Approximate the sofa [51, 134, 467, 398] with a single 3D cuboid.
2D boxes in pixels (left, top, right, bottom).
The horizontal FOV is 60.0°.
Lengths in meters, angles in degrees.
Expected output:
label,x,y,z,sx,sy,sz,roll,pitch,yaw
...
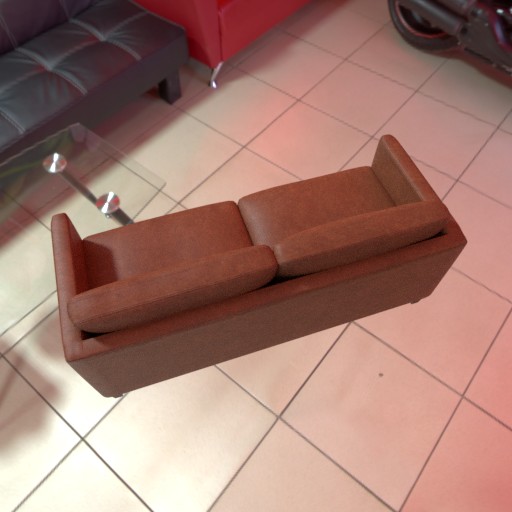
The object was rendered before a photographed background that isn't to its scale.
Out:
label,x,y,z,sx,sy,sz,roll,pitch,yaw
sofa,0.000,0.000,2.735,2.204,0.932,0.950,-16,59,-10
